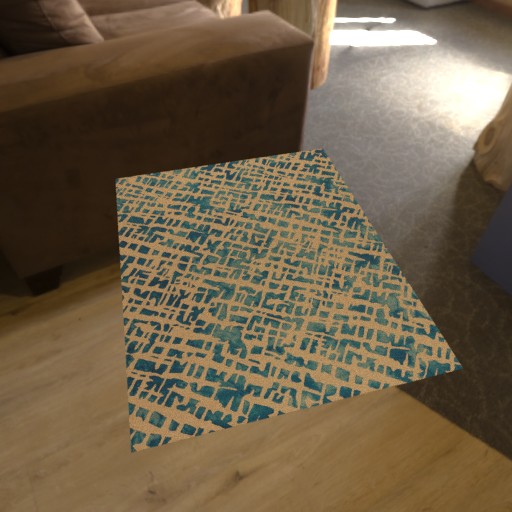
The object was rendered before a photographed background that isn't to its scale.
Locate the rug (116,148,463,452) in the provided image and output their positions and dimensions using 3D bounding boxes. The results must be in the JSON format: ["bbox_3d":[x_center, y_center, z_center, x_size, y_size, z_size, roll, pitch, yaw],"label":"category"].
[{"bbox_3d":[0.000,0.000,4.087,2.435,0.007,3.007,-10,48,-10],"label":"rug"}]
